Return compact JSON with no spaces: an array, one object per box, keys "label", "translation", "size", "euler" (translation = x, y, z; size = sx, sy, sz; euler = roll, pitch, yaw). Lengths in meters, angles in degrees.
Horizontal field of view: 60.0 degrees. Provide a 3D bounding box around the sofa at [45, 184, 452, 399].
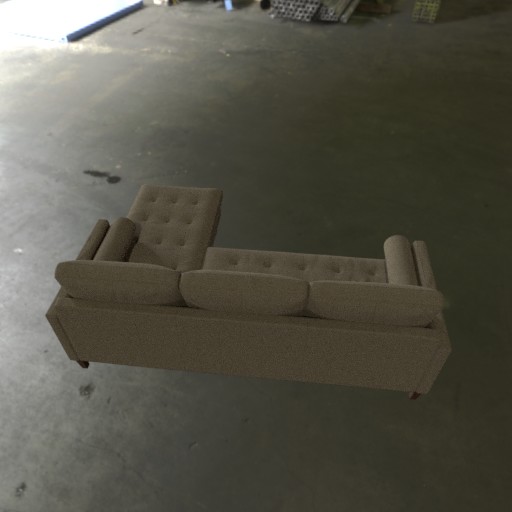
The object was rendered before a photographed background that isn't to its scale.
[{"label":"sofa","translation":[0.000,0.000,2.978],"size":[2.178,0.875,1.506],"euler":[4,45,4]}]
